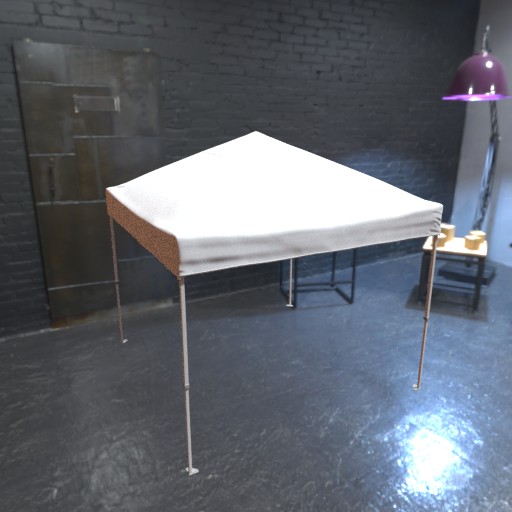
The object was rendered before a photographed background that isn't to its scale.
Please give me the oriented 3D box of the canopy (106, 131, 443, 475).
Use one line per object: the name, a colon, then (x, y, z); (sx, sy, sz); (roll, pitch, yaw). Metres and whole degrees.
canopy: (0.000, 0.000, 5.542); (2.996, 2.997, 2.998); (-9, 19, -27)
